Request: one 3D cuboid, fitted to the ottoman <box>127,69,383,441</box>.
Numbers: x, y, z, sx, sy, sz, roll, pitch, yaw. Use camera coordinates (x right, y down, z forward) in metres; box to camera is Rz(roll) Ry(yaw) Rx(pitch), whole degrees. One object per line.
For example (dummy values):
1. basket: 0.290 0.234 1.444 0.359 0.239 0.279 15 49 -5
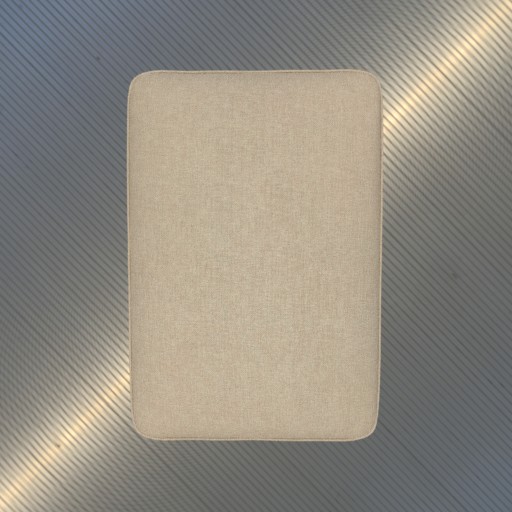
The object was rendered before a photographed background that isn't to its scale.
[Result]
1. ottoman: 0.000 0.000 1.124 0.559 0.458 0.813 0 91 1
